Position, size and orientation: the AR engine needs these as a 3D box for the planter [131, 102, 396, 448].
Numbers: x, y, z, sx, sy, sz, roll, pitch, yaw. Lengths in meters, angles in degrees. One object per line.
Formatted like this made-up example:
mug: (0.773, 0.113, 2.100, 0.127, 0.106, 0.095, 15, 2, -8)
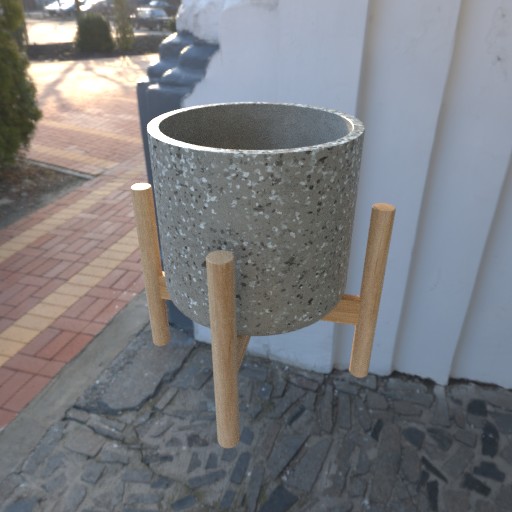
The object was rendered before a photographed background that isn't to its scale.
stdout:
planter: (0.000, 0.000, 0.541, 0.284, 0.320, 0.284, 19, 35, 30)
